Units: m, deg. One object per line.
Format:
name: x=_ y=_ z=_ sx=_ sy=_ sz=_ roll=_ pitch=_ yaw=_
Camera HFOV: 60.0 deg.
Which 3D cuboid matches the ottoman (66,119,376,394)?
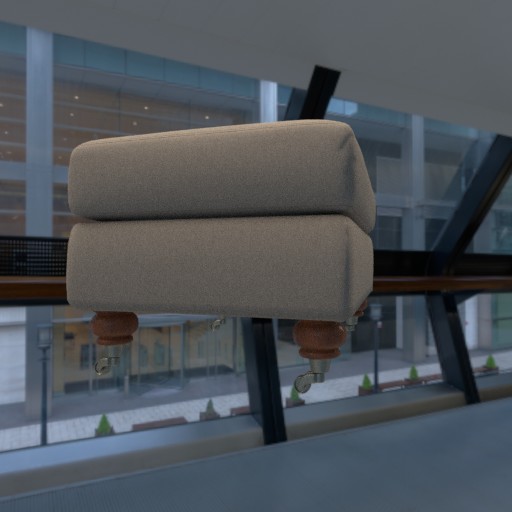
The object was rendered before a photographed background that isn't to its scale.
ottoman: x=0.000 y=0.000 z=1.135 sx=0.574 sy=0.497 sz=0.773 roll=0 pitch=-1 yaw=17
